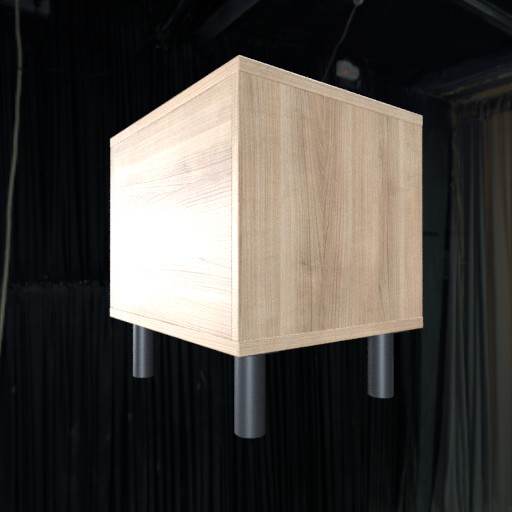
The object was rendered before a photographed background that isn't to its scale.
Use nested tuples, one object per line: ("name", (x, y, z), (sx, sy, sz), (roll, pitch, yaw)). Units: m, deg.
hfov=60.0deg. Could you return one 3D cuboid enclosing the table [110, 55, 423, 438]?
("table", (0.000, 0.000, 0.801), (0.380, 0.460, 0.445), (0, 0, -37))
